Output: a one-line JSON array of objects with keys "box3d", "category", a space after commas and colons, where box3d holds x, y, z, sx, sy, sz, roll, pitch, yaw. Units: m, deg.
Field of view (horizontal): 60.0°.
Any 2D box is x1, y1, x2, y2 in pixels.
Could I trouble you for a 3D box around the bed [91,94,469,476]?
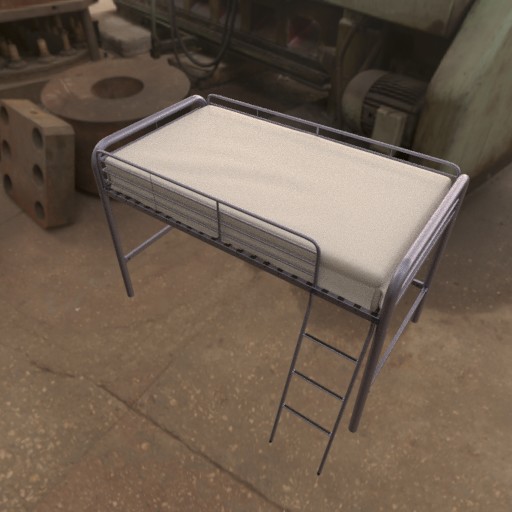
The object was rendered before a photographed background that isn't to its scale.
[{"box3d": [0.000, 0.000, 2.860, 1.965, 1.288, 1.415, 25, 47, 26], "category": "bed"}]
